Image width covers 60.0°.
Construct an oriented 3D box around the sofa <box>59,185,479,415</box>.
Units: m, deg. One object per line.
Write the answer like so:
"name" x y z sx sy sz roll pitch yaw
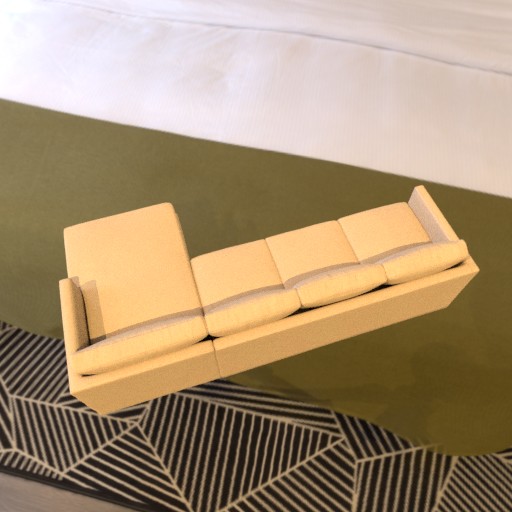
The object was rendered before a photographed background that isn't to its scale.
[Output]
"sofa" 0.000 0.000 3.838 3.206 0.871 1.622 -15 60 -9
